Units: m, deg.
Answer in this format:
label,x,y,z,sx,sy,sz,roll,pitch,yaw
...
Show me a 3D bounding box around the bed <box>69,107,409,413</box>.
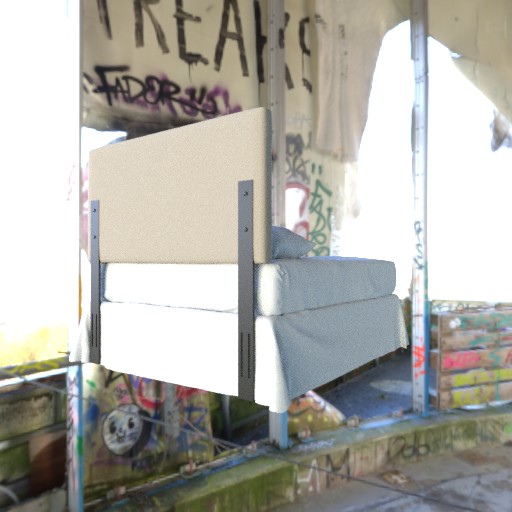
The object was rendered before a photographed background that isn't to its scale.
label,x,y,z,sx,sy,sz,roll,pitch,yaw
bed,0.000,0.000,3.633,1.936,1.577,2.222,0,0,37
